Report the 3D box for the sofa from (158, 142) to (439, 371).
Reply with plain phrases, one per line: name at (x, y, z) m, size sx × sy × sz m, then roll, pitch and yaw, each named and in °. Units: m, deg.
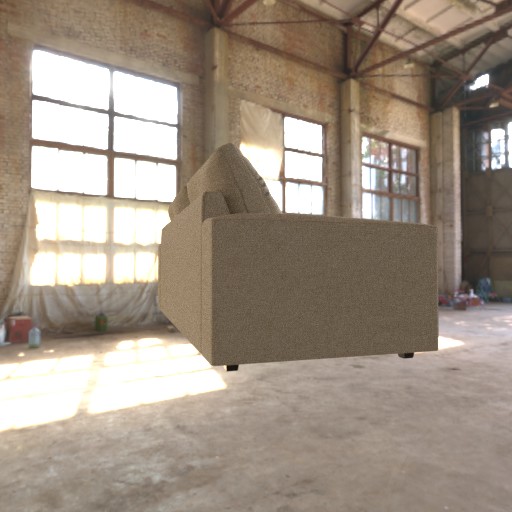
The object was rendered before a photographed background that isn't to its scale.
sofa at (0.000, 0.000, 2.833) m, size 1.040 × 0.922 × 2.299 m, roll 0°, pitch -1°, yaw -17°
